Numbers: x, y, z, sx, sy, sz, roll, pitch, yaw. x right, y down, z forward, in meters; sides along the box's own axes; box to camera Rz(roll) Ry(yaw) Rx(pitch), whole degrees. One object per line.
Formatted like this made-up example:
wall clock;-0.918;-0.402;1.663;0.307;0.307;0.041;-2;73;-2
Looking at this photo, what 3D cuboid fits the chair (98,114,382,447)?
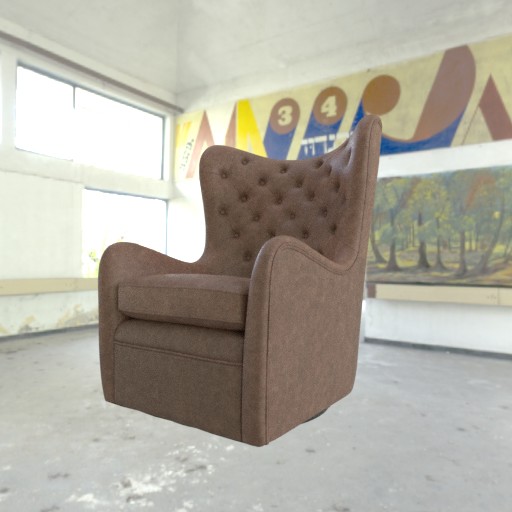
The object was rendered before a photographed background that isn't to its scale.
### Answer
chair;0.000;0.000;1.727;0.831;1.079;0.930;0;-1;36
